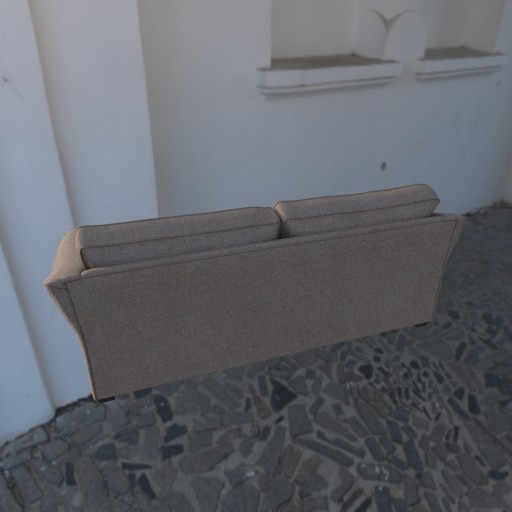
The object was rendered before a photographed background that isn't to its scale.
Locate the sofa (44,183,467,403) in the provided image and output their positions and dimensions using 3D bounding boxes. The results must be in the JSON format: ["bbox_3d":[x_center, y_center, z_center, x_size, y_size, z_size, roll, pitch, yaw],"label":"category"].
[{"bbox_3d":[0.000,0.000,2.748,2.270,0.906,0.986,-9,29,-17],"label":"sofa"}]
